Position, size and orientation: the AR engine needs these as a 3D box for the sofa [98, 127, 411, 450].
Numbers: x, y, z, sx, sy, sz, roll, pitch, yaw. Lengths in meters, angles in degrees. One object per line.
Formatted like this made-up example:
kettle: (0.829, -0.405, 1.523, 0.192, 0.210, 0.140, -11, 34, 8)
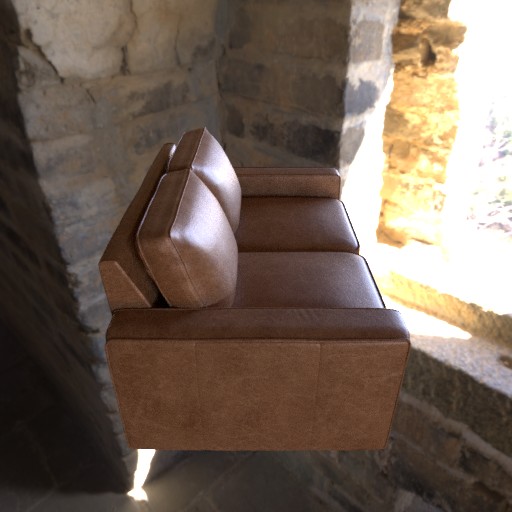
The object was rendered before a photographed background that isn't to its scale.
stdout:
sofa: (0.000, 0.000, 2.090, 1.020, 0.896, 1.532, 0, 32, 0)
